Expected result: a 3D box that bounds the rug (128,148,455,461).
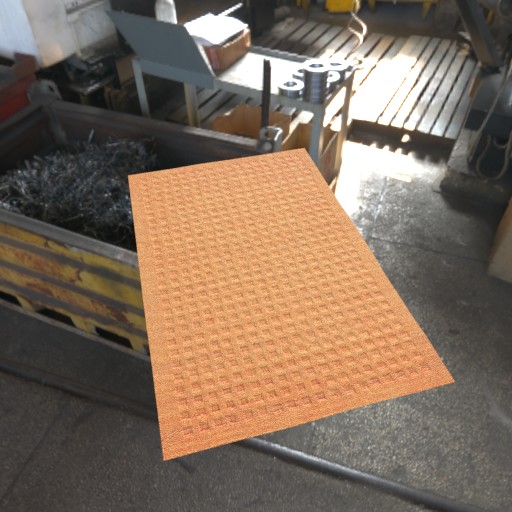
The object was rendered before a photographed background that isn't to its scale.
[{"bbox_3d":[0.000,0.000,2.222,1.143,0.006,1.747,-11,47,-11],"label":"rug"}]
